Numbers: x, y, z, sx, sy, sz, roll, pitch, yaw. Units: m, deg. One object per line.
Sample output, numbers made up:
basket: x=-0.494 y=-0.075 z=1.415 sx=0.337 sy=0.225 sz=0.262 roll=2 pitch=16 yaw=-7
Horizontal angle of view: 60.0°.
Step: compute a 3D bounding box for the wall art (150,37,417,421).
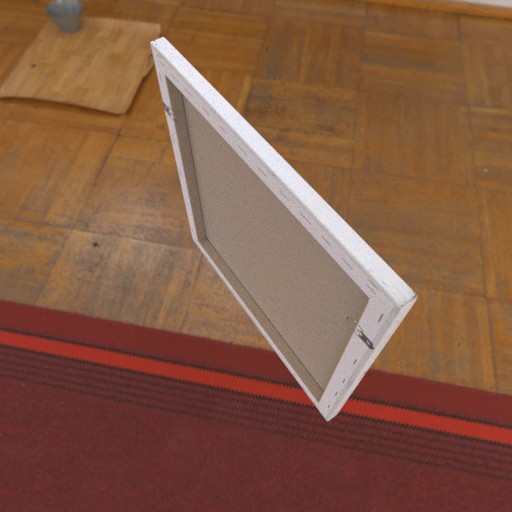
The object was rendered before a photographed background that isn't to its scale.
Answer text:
wall art: x=0.000 y=0.000 z=1.111 sx=0.038 sy=0.762 sz=0.762 roll=-30 pitch=63 yaw=-17
